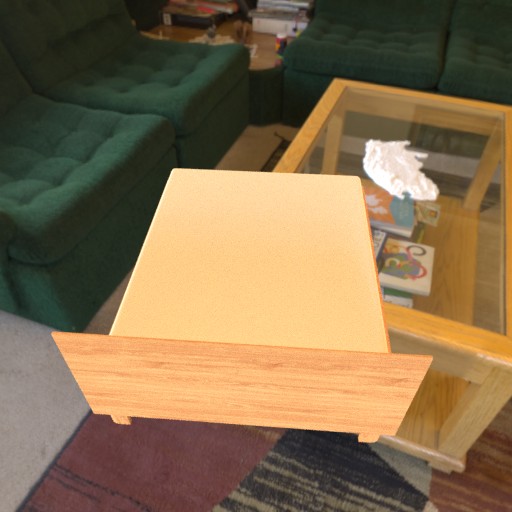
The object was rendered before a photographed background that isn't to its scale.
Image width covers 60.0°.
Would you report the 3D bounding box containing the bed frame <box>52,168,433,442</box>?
[{"bbox_3d":[0.000,0.000,2.989,1.660,0.940,2.092,3,44,3],"label":"bed frame"}]
